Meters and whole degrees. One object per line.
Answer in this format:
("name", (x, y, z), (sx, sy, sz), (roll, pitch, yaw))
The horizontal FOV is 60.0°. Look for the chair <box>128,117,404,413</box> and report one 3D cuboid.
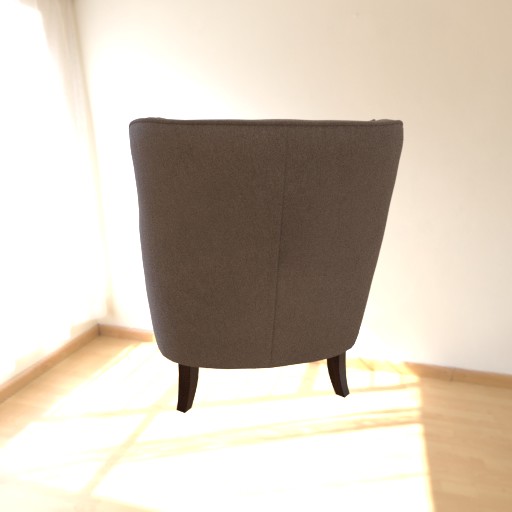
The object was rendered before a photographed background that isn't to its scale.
("chair", (0.000, 0.000, 1.584), (0.781, 0.919, 0.910), (-2, 15, -9))
